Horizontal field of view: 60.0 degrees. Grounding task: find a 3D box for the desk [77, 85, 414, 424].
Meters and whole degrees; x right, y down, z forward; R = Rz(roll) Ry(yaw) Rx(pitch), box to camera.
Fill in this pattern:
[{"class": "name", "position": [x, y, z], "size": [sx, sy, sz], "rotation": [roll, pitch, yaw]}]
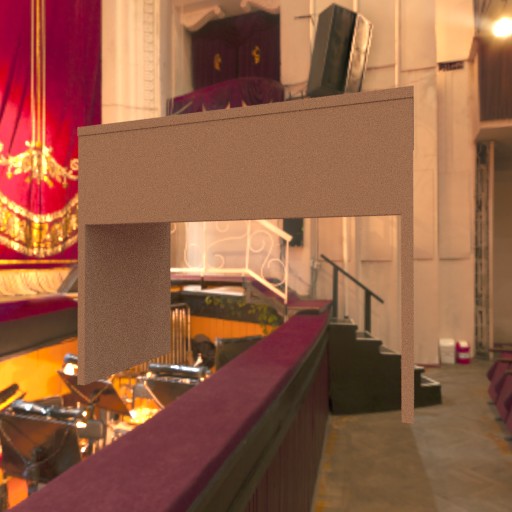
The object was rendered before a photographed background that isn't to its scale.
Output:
[{"class": "desk", "position": [0.000, 0.000, 1.338], "size": [0.900, 0.729, 0.498], "rotation": [0, -1, 20]}]
